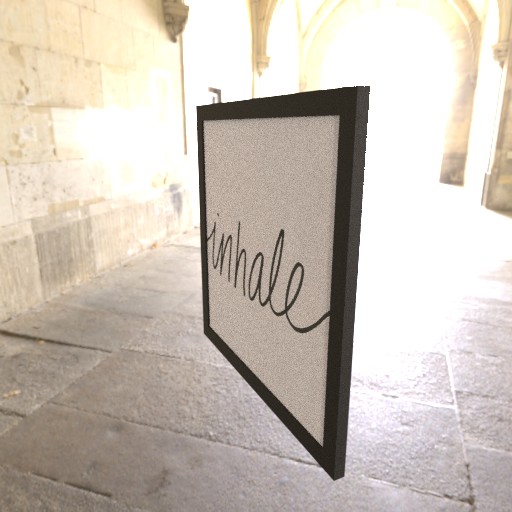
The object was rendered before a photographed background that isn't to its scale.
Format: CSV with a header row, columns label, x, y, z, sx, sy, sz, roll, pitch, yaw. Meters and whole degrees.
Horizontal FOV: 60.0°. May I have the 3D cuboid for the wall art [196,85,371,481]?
label,x,y,z,sx,sy,sz,roll,pitch,yaw
wall art,0.000,0.000,0.530,0.013,0.356,0.356,-8,18,-26
